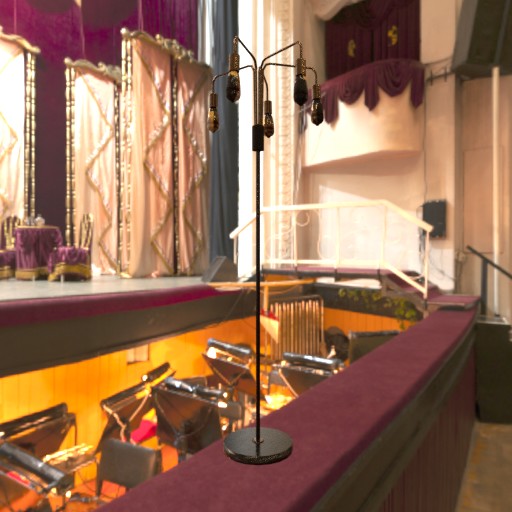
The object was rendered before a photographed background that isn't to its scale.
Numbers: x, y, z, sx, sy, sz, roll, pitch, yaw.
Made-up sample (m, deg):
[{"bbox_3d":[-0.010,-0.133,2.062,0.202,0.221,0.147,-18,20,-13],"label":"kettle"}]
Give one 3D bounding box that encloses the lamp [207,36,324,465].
[{"bbox_3d":[0.000,0.000,1.966,0.599,1.721,0.572,0,1,37],"label":"lamp"}]
